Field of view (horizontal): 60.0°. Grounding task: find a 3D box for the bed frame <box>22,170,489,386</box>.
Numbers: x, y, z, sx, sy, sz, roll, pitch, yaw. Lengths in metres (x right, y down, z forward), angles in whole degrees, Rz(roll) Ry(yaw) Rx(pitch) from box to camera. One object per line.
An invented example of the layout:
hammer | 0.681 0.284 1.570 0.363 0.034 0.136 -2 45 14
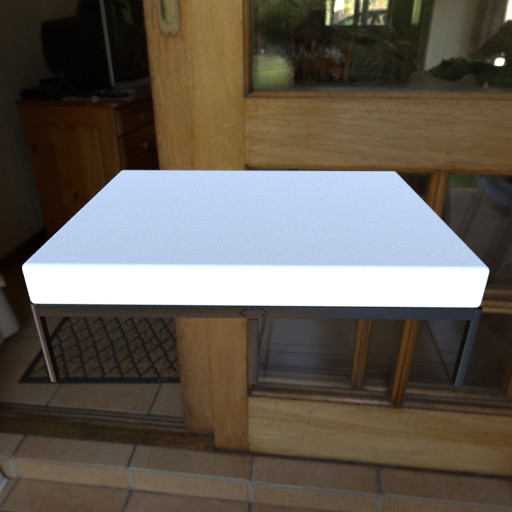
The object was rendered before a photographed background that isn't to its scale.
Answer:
bed frame | 0.000 0.000 2.744 2.072 0.659 1.557 0 26 1
